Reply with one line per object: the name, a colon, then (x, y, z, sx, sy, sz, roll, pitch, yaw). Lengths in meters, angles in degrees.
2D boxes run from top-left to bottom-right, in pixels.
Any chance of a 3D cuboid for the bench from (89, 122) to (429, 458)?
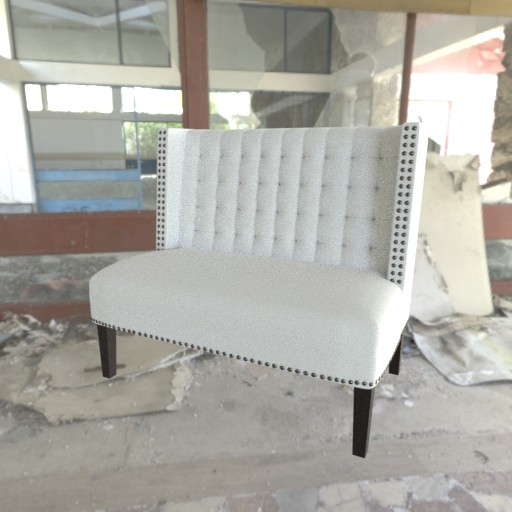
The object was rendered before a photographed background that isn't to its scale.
bench: (0.000, 0.000, 1.965, 1.280, 1.123, 0.847, 7, 16, 26)
